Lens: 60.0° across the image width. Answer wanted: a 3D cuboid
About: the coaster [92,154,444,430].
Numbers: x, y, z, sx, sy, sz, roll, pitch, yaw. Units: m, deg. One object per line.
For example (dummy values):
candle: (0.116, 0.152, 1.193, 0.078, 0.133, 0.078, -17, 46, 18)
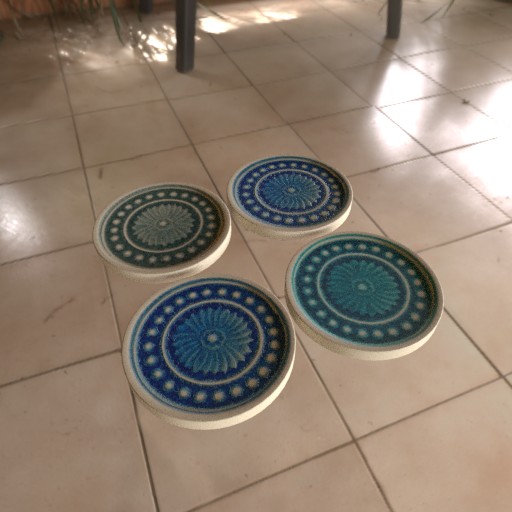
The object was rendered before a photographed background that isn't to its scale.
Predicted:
coaster: (0.000, 0.000, 0.333, 0.220, 0.010, 0.224, -17, 49, -16)
